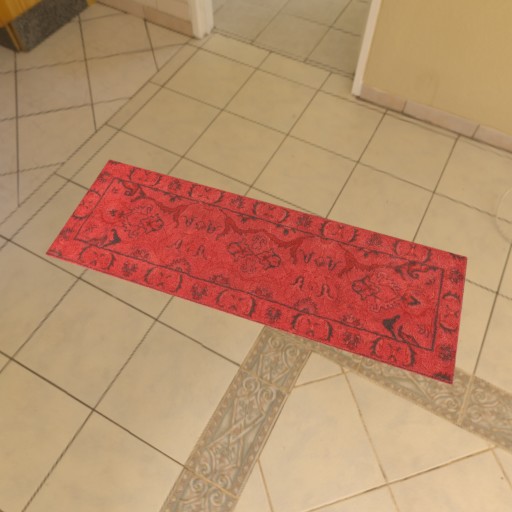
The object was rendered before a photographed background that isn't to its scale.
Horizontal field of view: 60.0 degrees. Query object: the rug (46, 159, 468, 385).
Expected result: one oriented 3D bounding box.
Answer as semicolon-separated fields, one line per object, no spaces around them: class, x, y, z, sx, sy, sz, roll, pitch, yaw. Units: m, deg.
rug;0.000;0.000;2.698;2.439;0.018;0.813;16;61;9
